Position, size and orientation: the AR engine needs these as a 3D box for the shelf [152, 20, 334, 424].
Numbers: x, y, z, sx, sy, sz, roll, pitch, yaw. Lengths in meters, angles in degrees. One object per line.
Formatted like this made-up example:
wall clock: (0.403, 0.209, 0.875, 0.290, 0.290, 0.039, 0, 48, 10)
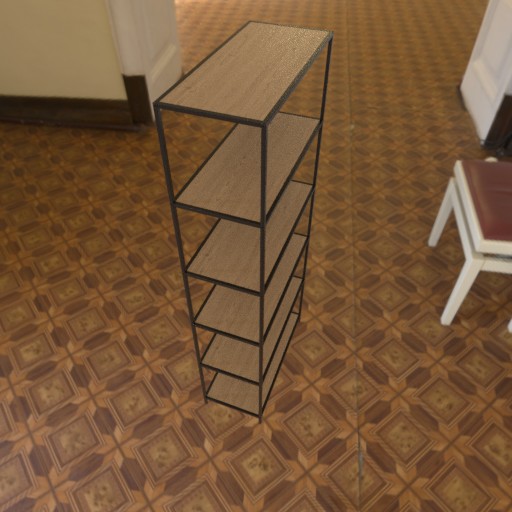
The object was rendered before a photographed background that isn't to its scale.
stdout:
shelf: (0.000, 0.000, 2.146, 0.350, 1.850, 0.770, 15, 47, 14)
